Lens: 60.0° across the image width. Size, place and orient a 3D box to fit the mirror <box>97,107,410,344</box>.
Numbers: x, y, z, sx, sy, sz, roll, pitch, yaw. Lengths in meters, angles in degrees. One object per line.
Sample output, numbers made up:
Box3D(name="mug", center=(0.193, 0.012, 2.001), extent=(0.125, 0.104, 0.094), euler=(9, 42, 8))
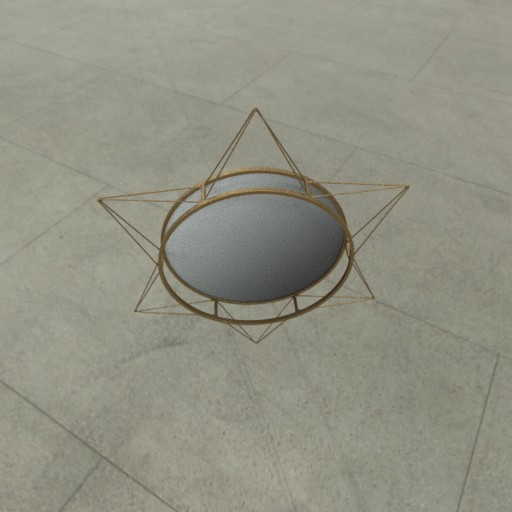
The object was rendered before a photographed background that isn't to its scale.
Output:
Box3D(name="mirror", center=(0.000, 0.000, 0.810), extent=(0.498, 0.581, 0.062), euler=(-3, 46, -3))
